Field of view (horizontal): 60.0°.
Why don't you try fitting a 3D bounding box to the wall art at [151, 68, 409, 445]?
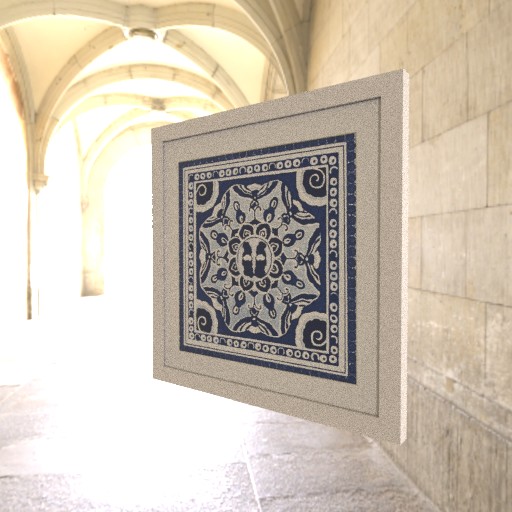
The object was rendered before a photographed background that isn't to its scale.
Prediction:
[{"bbox_3d":[0.000,0.000,0.835,0.559,0.559,0.028,1,2,37],"label":"wall art"}]
